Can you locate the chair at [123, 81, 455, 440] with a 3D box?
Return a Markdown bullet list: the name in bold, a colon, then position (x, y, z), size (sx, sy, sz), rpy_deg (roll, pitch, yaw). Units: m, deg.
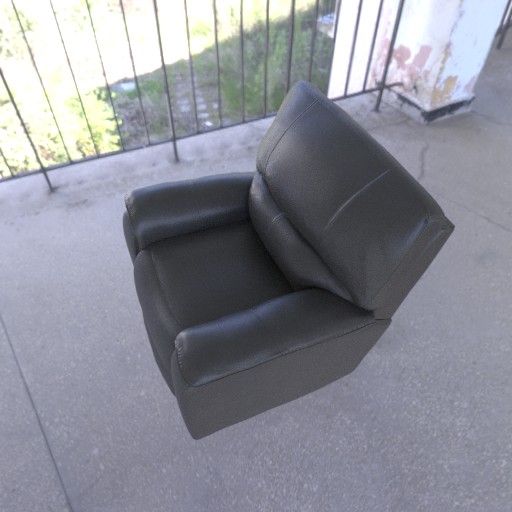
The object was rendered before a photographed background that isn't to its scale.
- **chair**: position (0.000, 0.000, 1.966), size (1.087, 1.109, 1.096), rpy_deg (-17, 49, -16)
